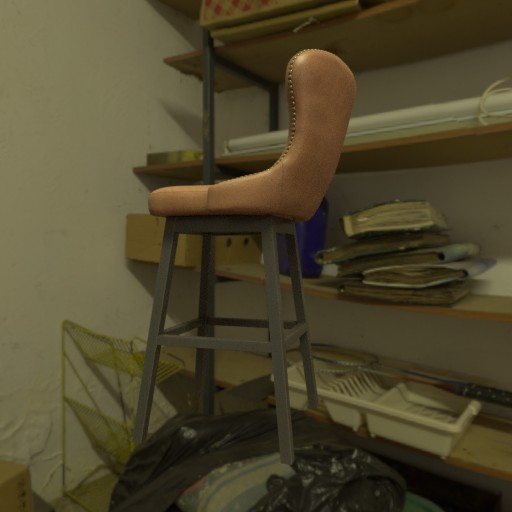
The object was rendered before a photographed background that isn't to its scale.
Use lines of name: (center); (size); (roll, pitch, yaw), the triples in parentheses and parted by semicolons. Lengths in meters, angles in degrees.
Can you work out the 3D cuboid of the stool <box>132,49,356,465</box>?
stool: (0.000, 0.000, 1.372); (0.601, 1.050, 0.528); (0, 1, 17)
